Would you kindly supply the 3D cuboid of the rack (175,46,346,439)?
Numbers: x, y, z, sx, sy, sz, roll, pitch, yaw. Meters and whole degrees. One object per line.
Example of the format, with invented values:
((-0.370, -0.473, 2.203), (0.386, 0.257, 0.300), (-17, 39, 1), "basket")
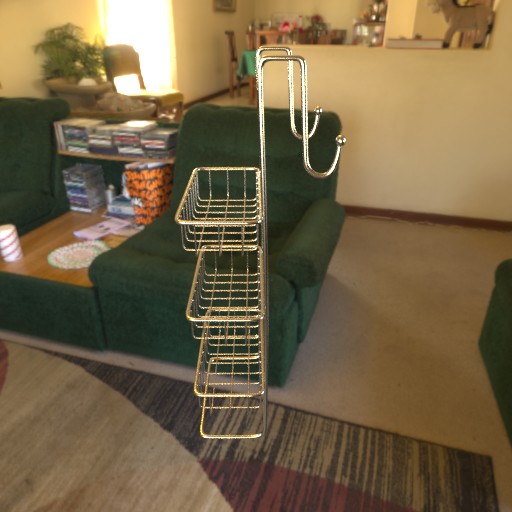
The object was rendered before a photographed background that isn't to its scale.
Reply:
((0.000, 0.000, 0.680), (0.202, 0.574, 0.228), (0, 28, 0), "rack")
